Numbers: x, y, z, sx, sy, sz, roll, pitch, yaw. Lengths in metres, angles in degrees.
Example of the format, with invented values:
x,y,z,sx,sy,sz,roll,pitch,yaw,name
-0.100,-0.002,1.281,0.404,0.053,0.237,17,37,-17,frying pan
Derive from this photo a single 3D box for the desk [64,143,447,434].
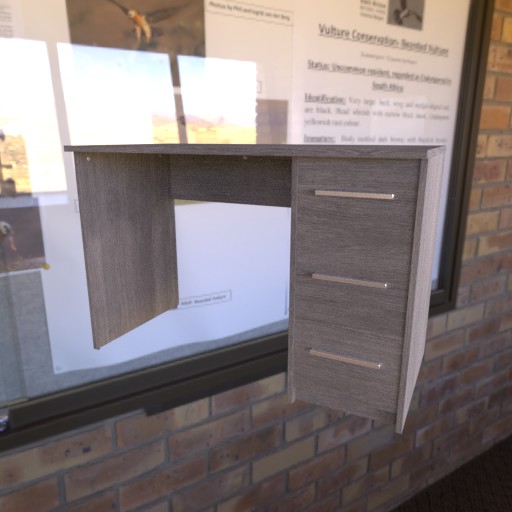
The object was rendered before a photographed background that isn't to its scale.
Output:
x,y,z,sx,sy,sz,roll,pitch,yaw,name
0.000,0.000,1.520,1.097,0.735,0.560,7,17,25,desk
